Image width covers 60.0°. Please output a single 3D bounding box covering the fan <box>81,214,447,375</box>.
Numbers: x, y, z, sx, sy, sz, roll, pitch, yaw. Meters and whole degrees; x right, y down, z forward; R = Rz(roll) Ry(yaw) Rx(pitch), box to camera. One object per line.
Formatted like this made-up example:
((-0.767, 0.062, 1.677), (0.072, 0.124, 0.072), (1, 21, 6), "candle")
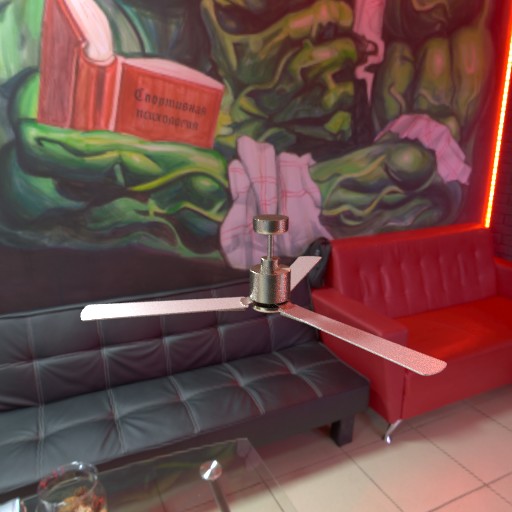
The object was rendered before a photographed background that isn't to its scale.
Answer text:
((0.000, 0.000, 2.283), (1.561, 0.446, 1.531), (2, 15, 7), "fan")
